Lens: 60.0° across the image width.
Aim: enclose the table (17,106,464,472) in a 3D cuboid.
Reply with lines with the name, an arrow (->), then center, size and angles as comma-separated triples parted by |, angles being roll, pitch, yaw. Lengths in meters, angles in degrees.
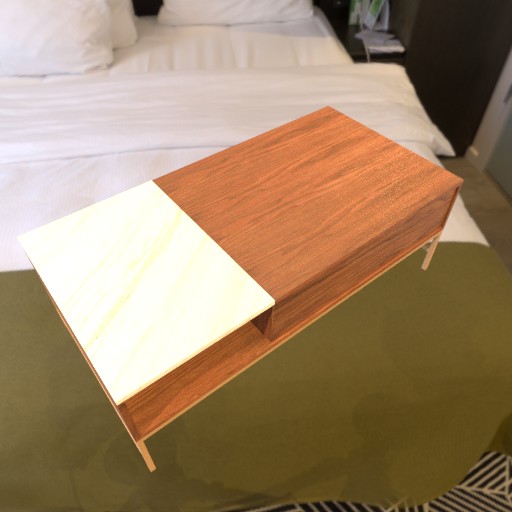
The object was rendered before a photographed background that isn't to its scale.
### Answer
table -> 0.000, 0.000, 1.903 | 1.553, 0.551, 0.789 | -30, 53, -25
